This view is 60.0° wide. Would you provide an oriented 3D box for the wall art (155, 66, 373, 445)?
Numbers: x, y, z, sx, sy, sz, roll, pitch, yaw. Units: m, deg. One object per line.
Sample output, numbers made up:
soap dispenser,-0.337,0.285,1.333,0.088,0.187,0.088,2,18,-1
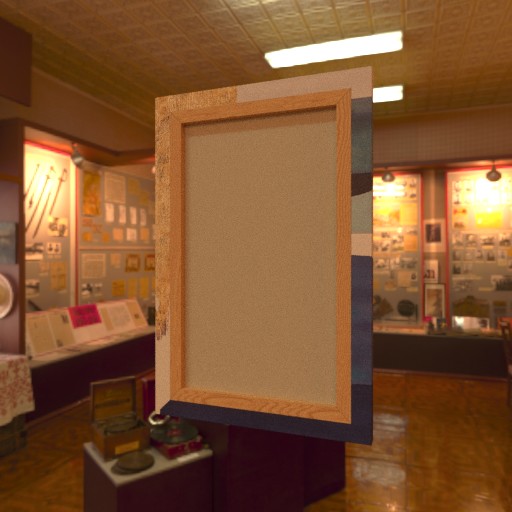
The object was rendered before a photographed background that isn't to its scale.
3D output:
wall art,0.000,0.000,1.189,0.607,0.911,0.039,0,0,21
